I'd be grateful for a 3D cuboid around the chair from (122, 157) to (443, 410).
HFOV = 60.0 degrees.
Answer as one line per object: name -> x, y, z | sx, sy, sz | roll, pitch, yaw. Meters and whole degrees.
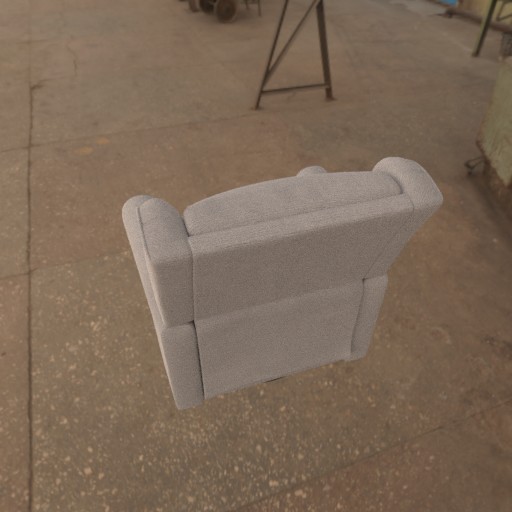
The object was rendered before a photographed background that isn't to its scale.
chair -> 0.000, 0.000, 1.674 | 0.906, 0.966, 0.854 | -12, 43, -14
